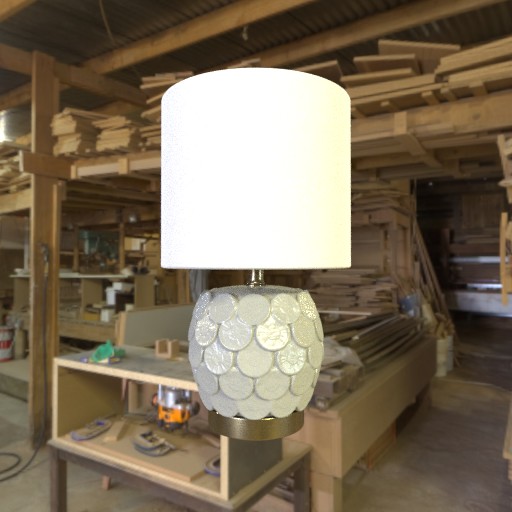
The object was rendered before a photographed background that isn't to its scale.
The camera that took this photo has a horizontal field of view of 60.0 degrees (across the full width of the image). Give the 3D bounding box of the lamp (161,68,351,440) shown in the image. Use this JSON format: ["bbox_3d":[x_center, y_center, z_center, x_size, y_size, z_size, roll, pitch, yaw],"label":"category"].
[{"bbox_3d":[0.000,0.000,0.608,0.254,0.452,0.254,0,0,0],"label":"lamp"}]
